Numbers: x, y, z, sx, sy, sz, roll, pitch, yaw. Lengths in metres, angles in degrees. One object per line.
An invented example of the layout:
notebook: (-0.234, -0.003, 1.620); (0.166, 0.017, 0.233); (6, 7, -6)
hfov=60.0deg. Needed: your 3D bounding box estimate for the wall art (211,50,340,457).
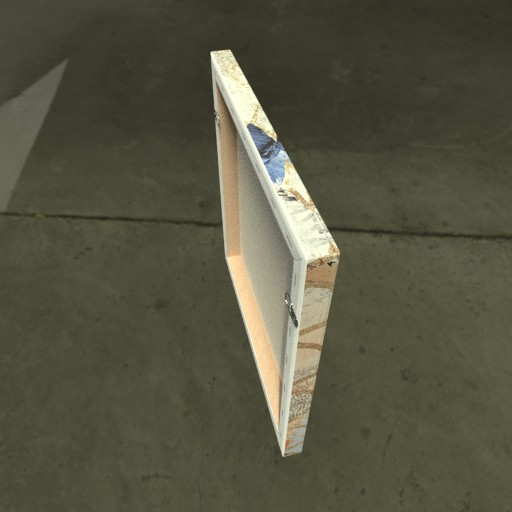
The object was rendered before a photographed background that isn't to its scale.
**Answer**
wall art: (0.000, 0.000, 0.770); (0.038, 0.508, 0.507); (-10, 47, -10)
